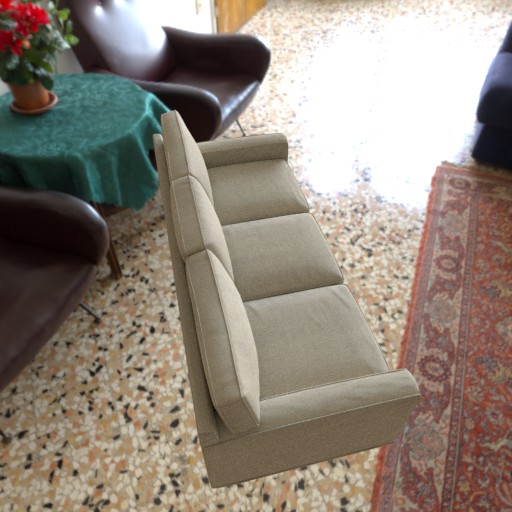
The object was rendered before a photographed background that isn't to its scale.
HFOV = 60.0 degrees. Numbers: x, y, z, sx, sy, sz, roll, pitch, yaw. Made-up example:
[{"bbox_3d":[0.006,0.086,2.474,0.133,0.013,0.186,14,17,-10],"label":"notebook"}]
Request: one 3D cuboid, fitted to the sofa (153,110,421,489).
[{"bbox_3d":[0.000,0.000,2.536,0.936,0.862,2.093,-10,48,-9],"label":"sofa"}]
